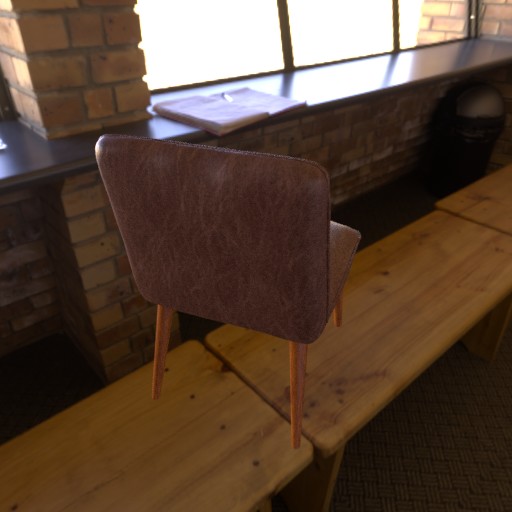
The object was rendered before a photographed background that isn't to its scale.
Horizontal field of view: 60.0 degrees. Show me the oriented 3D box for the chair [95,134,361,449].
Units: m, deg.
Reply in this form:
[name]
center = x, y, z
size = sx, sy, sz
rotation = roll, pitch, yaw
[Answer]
[chair]
center = 0.000, 0.000, 1.251
size = 0.543, 0.803, 0.645
rotation = 9, 34, 14
